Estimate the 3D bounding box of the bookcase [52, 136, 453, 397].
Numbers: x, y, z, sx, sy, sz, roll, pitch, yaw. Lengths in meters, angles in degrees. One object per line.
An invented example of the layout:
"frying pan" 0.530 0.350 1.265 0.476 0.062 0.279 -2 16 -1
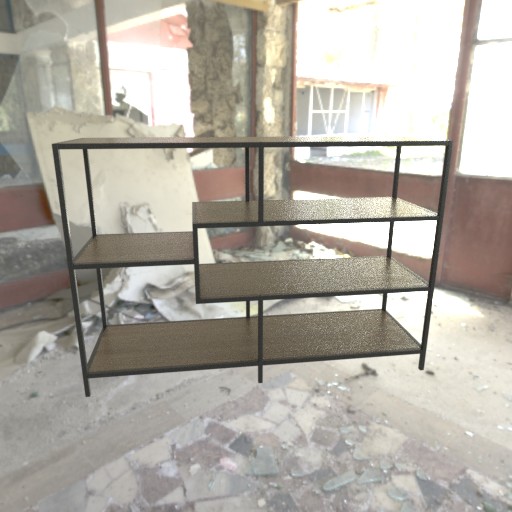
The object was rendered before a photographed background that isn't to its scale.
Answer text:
"bookcase" 0.000 0.000 1.527 1.140 0.780 0.350 -2 18 -8
